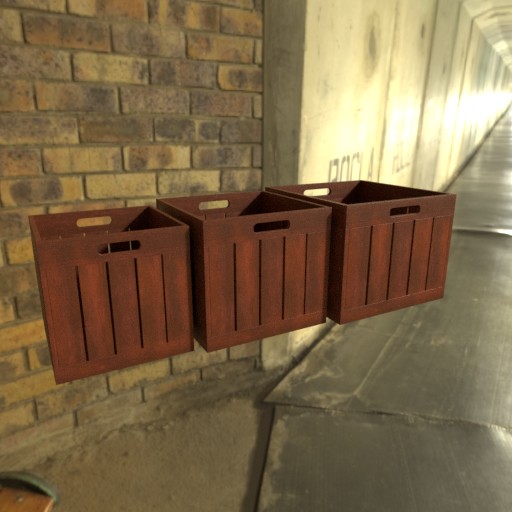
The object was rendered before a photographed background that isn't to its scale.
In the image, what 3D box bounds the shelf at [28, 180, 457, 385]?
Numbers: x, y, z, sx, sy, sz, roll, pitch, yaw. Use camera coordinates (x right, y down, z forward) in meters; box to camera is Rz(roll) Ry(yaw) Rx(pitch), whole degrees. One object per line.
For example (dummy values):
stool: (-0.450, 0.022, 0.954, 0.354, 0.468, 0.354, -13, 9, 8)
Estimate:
shelf: (0.000, 0.000, 1.203, 1.064, 0.311, 0.393, -9, 18, -27)
